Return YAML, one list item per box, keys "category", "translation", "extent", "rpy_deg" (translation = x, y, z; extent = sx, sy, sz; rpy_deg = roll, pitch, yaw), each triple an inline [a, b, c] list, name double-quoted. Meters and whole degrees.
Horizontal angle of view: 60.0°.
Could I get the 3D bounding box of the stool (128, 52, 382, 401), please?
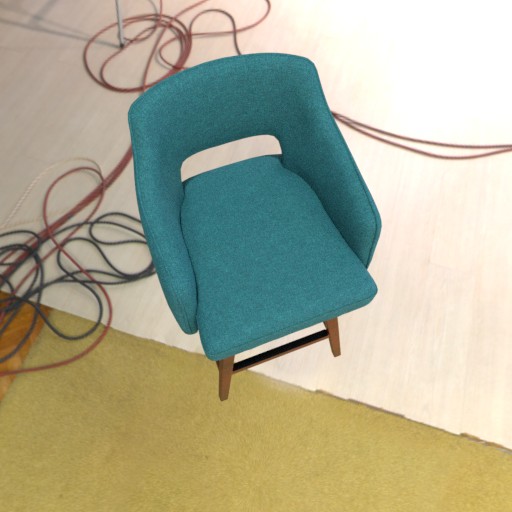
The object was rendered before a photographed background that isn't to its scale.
- category: "stool"
  translation: [0.000, 0.000, 1.305]
  extent: [0.548, 0.961, 0.556]
  rpy_deg: [-19, 64, -9]
